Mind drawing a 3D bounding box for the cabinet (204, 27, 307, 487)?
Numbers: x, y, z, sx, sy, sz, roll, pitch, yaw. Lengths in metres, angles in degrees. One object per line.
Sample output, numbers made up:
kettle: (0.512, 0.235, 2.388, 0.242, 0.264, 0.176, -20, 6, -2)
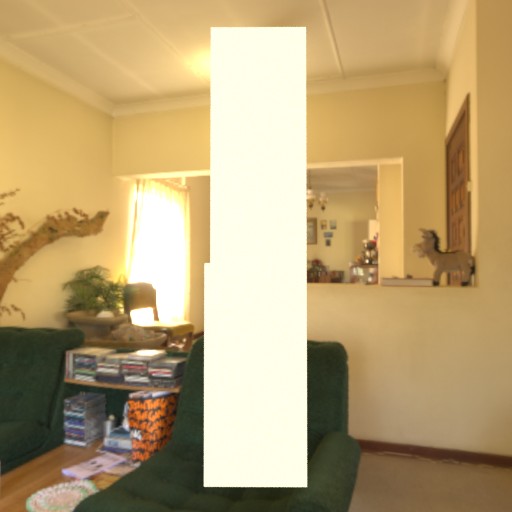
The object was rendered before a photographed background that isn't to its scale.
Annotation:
cabinet: (0.000, 0.000, 1.501, 0.300, 1.350, 0.400, 0, -1, 0)
